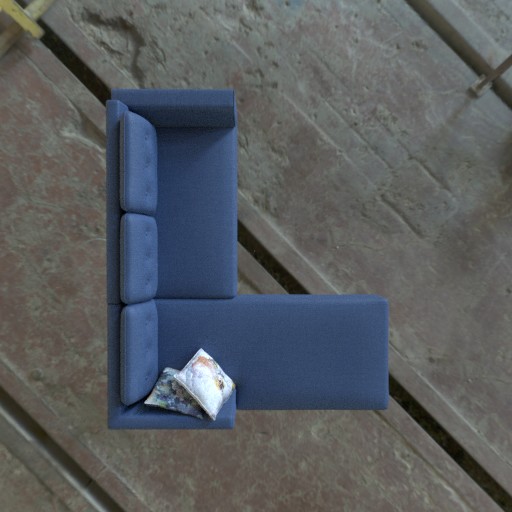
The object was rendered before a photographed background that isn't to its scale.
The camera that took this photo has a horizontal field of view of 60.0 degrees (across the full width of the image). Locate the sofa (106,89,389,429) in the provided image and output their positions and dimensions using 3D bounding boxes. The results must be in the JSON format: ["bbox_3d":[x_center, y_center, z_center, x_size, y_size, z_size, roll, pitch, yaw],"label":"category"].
[{"bbox_3d":[0.000,0.000,3.007,1.829,0.787,2.120,0,91,0],"label":"sofa"}]
